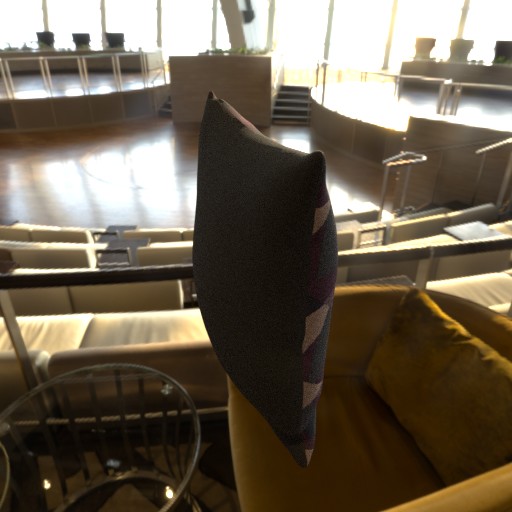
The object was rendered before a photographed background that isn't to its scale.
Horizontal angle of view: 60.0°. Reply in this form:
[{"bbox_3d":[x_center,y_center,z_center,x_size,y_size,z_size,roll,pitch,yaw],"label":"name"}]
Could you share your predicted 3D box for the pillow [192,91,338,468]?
[{"bbox_3d":[0.000,0.000,0.778,0.208,0.496,0.503,-9,30,-16],"label":"pillow"}]
